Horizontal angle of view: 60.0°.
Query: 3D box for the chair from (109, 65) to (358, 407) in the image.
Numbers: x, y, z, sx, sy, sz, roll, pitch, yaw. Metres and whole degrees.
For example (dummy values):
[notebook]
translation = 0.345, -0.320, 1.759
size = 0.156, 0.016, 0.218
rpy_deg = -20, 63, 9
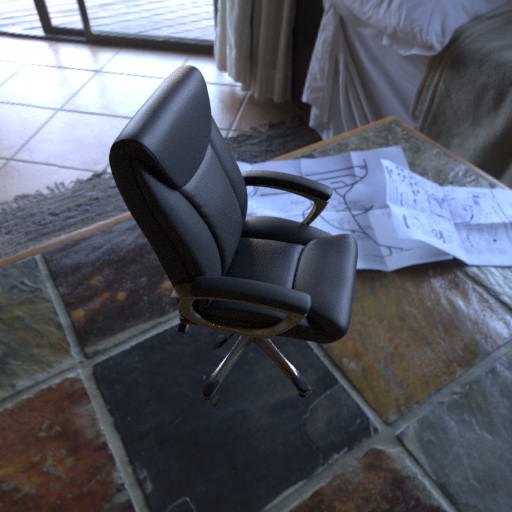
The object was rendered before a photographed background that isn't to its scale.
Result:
[chair]
translation = 0.000, 0.000, 1.640
size = 0.748, 1.188, 0.694
rpy_deg = 10, 47, 9
